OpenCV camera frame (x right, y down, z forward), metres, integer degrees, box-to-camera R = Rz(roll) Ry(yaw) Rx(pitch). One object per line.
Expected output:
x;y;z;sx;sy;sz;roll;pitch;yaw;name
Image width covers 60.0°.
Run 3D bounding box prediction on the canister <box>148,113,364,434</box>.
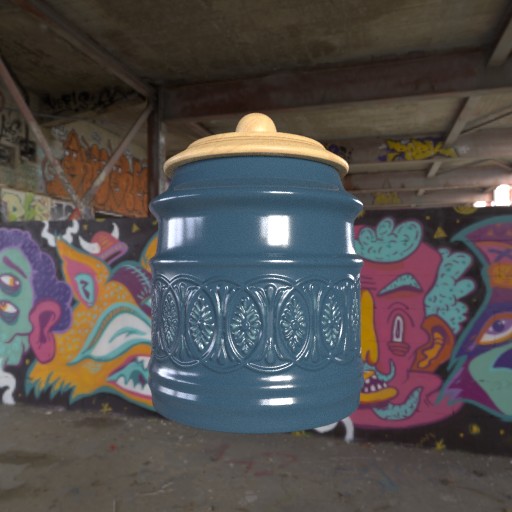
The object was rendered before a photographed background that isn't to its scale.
0.000;0.000;0.275;0.130;0.176;0.130;0;-2;0;canister
